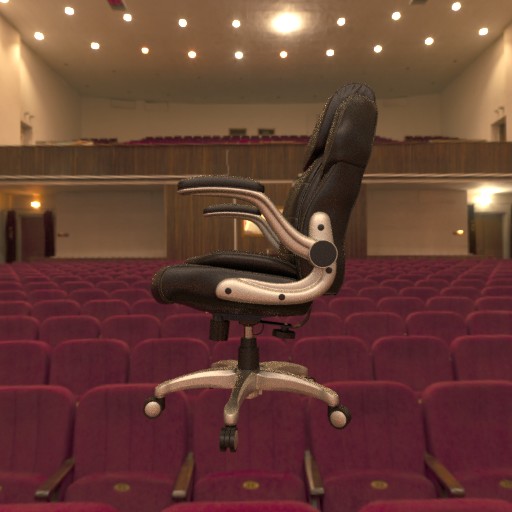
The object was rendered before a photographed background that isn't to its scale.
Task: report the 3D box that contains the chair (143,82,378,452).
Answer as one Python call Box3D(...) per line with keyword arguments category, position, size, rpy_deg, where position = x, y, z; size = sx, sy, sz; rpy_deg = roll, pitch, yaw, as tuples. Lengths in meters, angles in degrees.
Box3D(category="chair", position=(0.000, 0.000, 1.620), size=(0.801, 1.141, 0.724), rpy_deg=(0, -1, 0))
